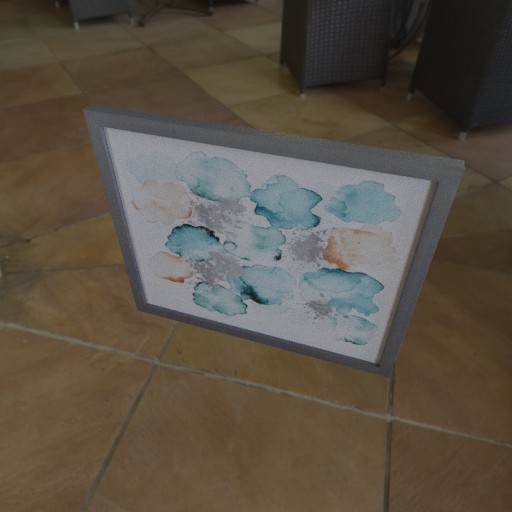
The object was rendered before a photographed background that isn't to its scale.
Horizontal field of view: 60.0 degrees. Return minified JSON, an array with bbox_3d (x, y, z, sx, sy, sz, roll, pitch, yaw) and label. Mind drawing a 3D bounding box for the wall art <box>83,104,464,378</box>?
[{"bbox_3d":[0.000,0.000,0.930,0.660,0.558,0.026,12,44,13],"label":"wall art"}]
